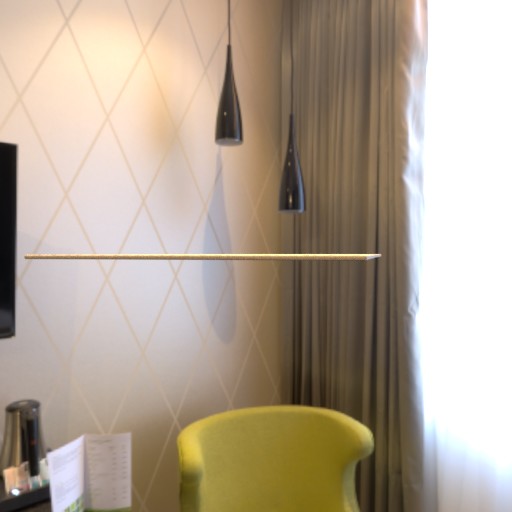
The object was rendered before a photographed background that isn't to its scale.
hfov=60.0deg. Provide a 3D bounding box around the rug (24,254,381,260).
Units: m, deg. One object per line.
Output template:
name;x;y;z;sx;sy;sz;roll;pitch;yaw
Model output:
rug;0.000;0.000;2.318;1.222;0.015;1.828;0;0;17
